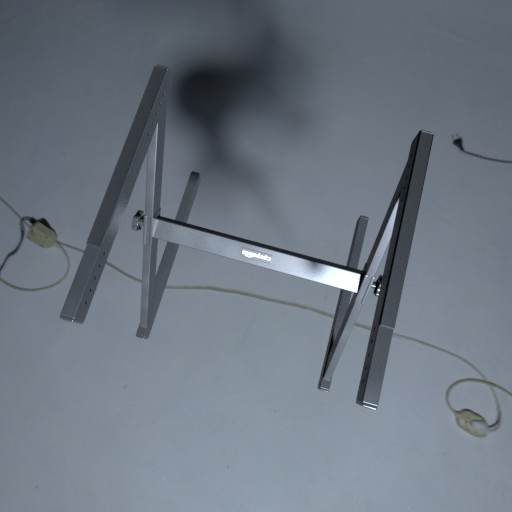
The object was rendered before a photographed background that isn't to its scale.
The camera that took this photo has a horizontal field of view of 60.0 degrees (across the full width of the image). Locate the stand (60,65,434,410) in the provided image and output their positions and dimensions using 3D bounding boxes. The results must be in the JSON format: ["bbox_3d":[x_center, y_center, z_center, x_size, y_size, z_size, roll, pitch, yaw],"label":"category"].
[{"bbox_3d":[0.000,0.000,1.190,0.700,0.617,0.586,15,77,4],"label":"stand"}]
